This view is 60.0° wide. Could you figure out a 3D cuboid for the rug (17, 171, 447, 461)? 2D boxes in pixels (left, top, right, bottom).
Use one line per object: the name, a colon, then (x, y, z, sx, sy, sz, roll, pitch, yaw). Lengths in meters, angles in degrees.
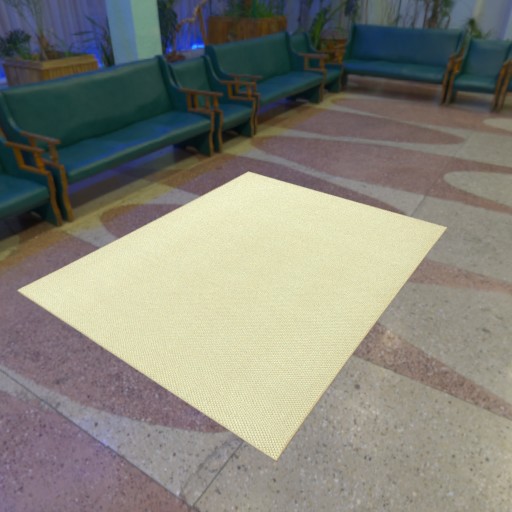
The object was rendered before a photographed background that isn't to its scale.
rug: (0.000, 0.000, 3.918, 2.462, 0.018, 3.039, 21, 39, 30)
